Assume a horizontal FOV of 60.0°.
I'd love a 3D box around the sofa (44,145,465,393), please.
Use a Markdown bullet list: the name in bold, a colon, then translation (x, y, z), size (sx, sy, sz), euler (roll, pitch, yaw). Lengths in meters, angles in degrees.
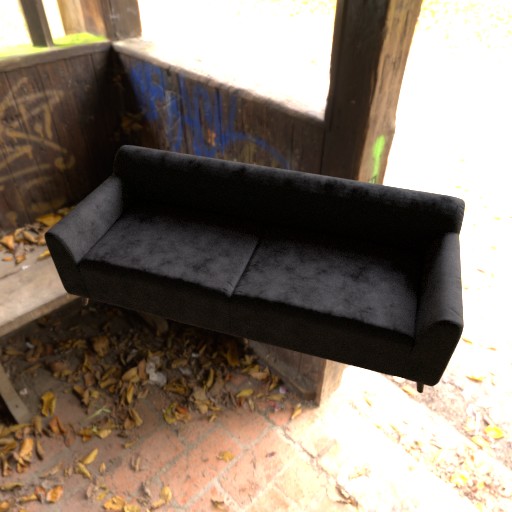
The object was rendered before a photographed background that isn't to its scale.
- **sofa**: translation (0.000, 0.000, 2.634), size (2.190, 0.740, 0.900), euler (12, 41, 14)
